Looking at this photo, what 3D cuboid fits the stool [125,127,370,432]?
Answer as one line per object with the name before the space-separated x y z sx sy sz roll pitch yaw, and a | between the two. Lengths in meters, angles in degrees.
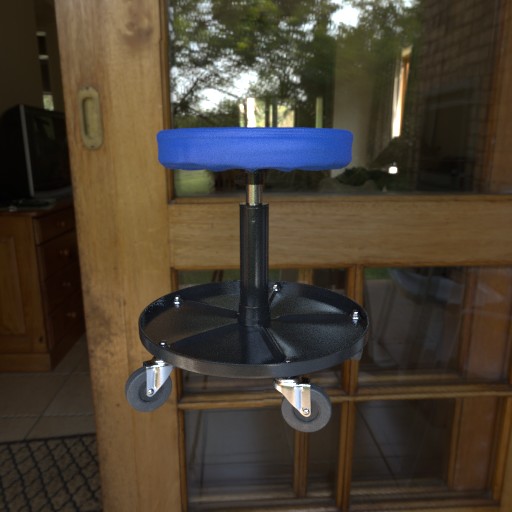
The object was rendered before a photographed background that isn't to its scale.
stool | 0.000 0.000 0.673 0.381 0.365 0.382 -2 14 -9
